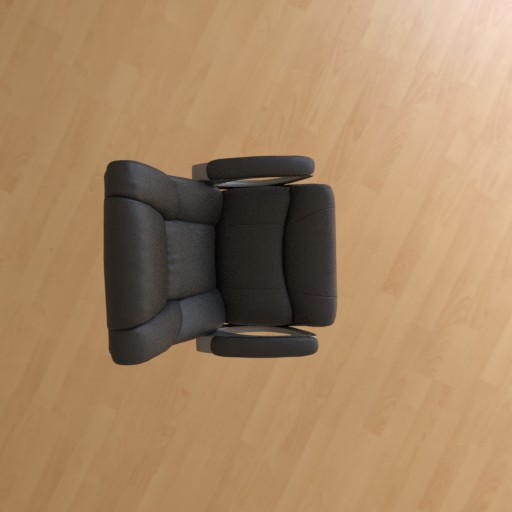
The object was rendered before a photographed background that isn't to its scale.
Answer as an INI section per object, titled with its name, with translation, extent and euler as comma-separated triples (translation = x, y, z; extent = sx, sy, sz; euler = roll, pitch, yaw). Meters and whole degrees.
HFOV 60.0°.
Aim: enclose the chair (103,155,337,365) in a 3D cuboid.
[chair]
translation = 0.000, 0.000, 1.596
extent = 0.719, 1.130, 0.721
euler = 0, 91, 2
